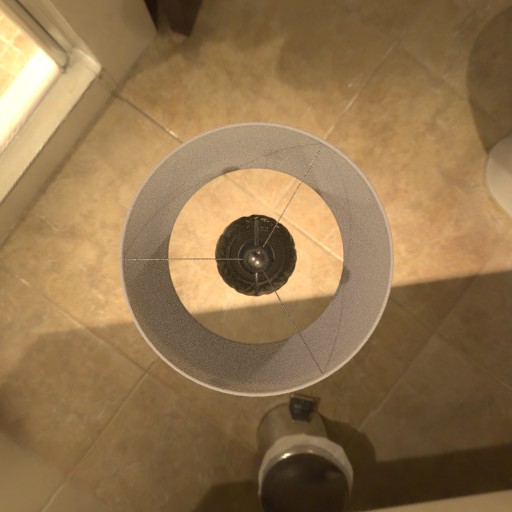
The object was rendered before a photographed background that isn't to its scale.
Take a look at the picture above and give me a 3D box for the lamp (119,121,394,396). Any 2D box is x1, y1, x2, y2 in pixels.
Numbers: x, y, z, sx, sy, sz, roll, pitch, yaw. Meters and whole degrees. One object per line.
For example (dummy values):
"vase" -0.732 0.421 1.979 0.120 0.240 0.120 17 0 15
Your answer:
"lamp" 0.000 0.000 0.514 0.203 0.389 0.203 0 91 0
